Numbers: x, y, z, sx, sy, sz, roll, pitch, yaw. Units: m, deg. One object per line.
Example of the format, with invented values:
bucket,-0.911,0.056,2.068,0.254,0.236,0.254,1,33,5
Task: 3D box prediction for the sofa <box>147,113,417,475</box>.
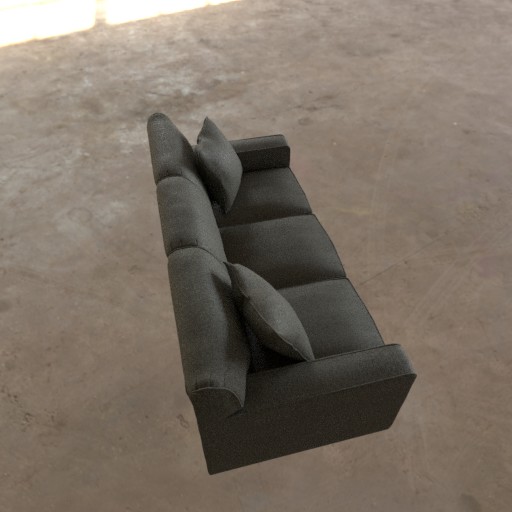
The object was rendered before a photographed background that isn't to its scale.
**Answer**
sofa,0.000,0.000,2.595,0.997,0.958,2.024,-10,46,-10
